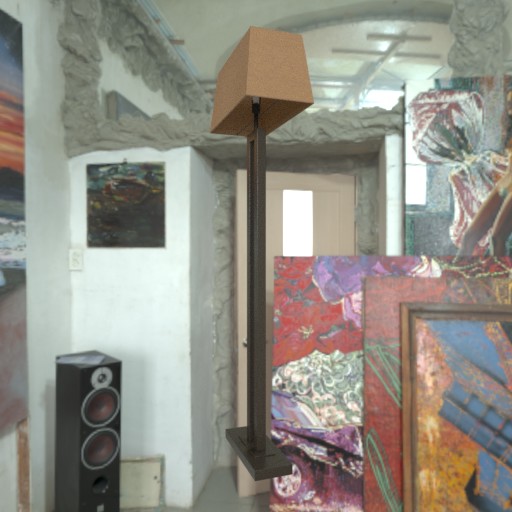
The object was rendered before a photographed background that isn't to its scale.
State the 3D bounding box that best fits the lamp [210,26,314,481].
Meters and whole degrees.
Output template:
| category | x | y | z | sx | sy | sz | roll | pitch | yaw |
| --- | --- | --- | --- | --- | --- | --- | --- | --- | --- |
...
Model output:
| category | x | y | z | sx | sy | sz | roll | pitch | yaw |
| --- | --- | --- | --- | --- | --- | --- | --- | --- | --- |
| lamp | 0.000 | 0.000 | 1.629 | 0.233 | 1.469 | 0.475 | 0 | 1 | -19 |
